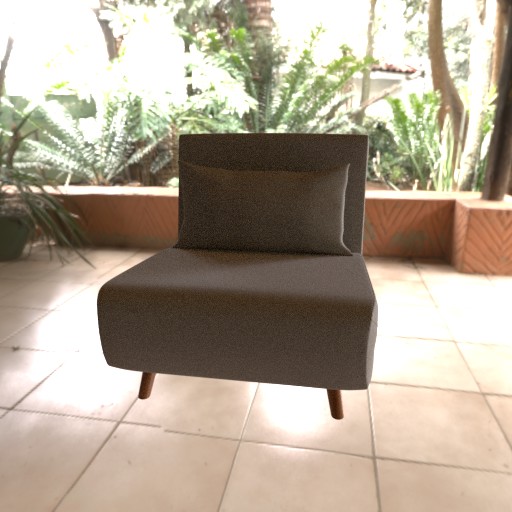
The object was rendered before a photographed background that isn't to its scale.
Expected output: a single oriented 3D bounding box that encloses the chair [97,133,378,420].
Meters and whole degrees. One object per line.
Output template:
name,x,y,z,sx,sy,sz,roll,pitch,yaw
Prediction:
chair,0.000,0.000,1.530,0.770,0.808,0.902,3,17,9
